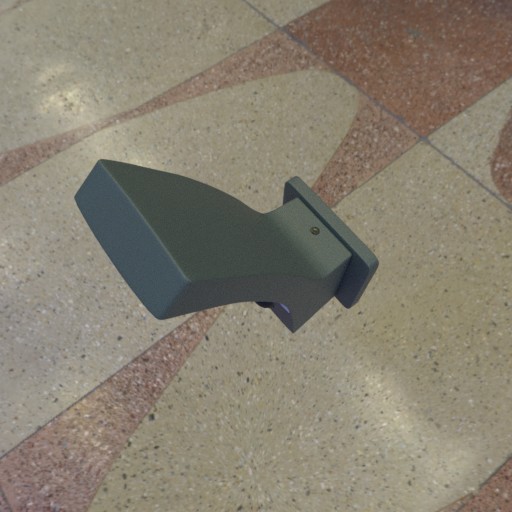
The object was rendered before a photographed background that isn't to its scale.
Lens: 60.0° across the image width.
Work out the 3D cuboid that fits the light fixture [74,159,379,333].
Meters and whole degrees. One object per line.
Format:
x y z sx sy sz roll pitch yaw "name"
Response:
0.000 0.000 0.324 0.174 0.243 0.108 -34 68 -16 "light fixture"
